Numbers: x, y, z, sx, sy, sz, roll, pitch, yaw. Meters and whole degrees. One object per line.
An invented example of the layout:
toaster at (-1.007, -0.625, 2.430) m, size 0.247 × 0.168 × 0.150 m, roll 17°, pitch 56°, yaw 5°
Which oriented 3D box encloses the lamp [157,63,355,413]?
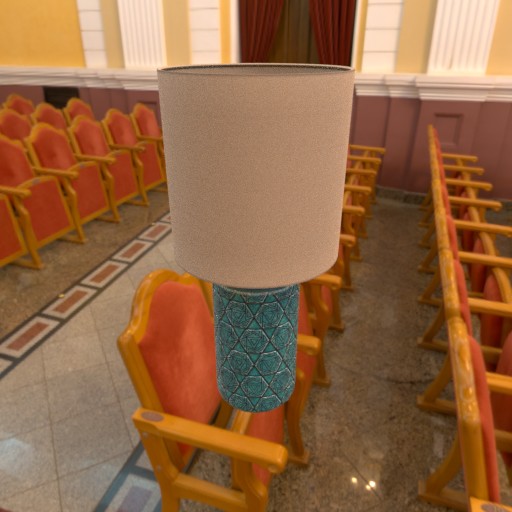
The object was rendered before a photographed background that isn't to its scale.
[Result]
lamp at (0.000, 0.000, 0.763) m, size 0.278 × 0.597 × 0.278 m, roll 8°, pitch 27°, yaw 17°
